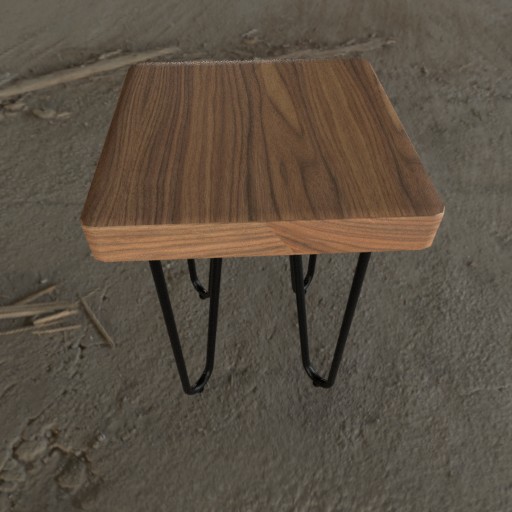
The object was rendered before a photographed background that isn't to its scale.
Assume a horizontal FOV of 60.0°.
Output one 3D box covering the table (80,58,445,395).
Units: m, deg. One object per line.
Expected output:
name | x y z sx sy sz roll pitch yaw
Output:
table | 0.000 0.000 0.962 0.479 0.641 0.480 -2 47 -2
